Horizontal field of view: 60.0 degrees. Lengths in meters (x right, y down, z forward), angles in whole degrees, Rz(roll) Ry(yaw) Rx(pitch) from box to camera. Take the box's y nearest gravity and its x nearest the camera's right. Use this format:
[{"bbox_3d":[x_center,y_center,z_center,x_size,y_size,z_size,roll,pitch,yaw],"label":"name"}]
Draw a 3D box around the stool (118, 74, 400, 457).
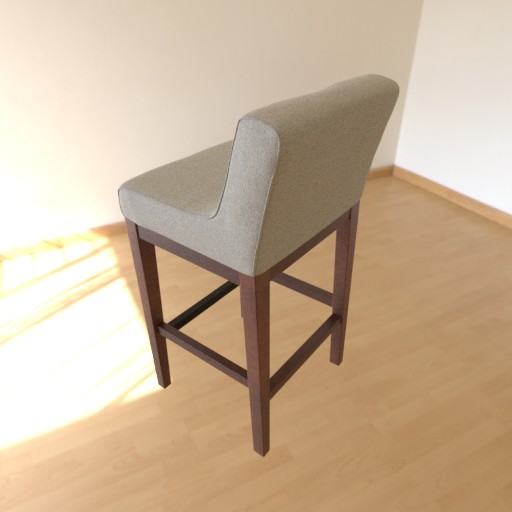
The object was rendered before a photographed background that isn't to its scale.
[{"bbox_3d":[0.000,0.000,1.238,0.500,0.937,0.511,22,38,31],"label":"stool"}]
